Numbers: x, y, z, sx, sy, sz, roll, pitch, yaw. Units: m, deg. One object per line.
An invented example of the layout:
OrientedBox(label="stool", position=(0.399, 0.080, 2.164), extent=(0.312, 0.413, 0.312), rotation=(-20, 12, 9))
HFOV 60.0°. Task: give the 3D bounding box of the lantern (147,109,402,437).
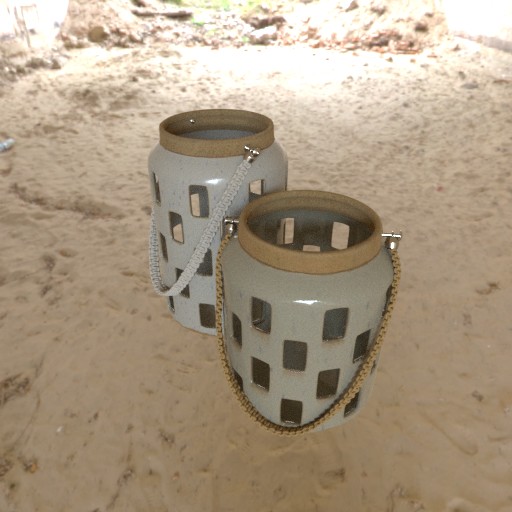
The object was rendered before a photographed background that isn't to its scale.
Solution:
OrientedBox(label="lantern", position=(0.000, 0.000, 0.500), extent=(0.184, 0.255, 0.347), rotation=(-20, 37, -28))
